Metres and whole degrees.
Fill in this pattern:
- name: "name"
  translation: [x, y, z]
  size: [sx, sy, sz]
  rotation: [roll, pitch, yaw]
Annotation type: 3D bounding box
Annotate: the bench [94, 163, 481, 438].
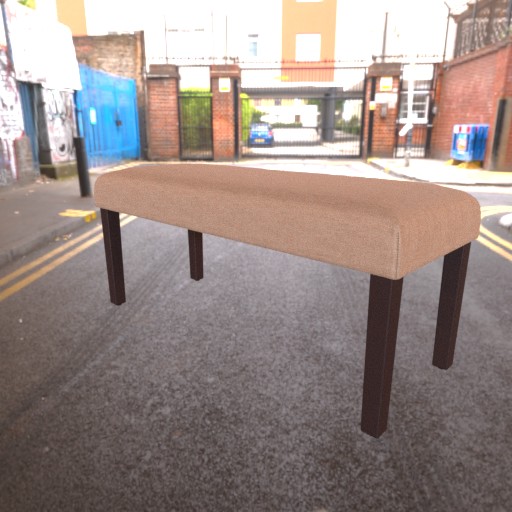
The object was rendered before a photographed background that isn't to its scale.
- name: "bench"
  translation: [0.000, 0.000, 1.226]
  size: [1.013, 0.456, 0.407]
  rotation: [15, 22, 41]
